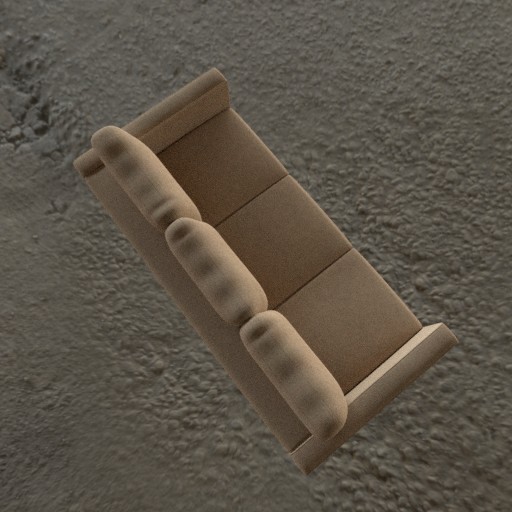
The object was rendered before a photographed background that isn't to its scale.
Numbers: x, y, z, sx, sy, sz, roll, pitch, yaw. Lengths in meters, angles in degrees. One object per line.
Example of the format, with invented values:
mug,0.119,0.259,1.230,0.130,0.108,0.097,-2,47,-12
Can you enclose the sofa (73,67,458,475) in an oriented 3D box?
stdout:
sofa,0.000,0.000,2.301,0.930,0.800,1.855,-37,78,-9
